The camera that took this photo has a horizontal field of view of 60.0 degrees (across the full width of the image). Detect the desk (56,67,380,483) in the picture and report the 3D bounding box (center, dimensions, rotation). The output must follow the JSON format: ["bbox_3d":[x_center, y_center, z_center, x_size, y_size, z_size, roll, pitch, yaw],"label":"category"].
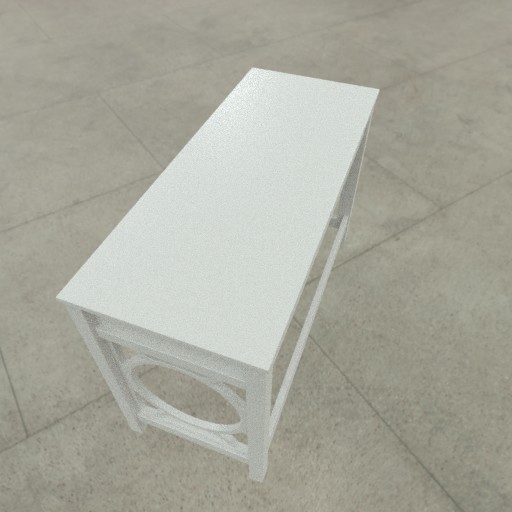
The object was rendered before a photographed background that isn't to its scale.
[{"bbox_3d":[0.000,0.000,1.565,0.504,0.762,1.191,16,49,14],"label":"desk"}]
